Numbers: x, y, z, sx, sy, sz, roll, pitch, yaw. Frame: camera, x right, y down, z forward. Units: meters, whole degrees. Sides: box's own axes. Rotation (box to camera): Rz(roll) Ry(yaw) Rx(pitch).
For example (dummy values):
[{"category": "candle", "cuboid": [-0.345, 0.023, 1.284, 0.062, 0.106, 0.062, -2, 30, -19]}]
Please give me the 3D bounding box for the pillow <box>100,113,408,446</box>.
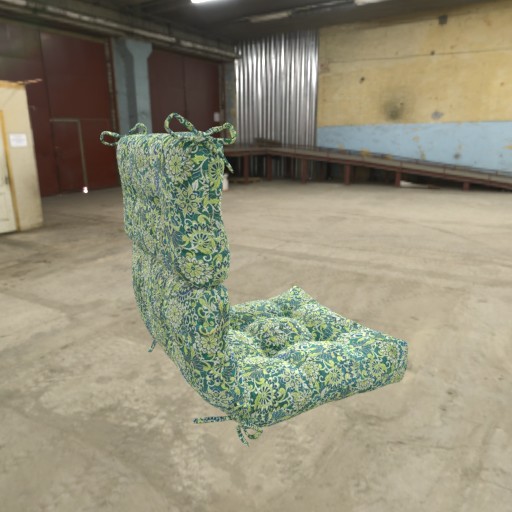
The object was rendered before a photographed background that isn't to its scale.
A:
[{"category": "pillow", "cuboid": [0.000, 0.000, 1.038, 0.571, 0.605, 0.519, -8, 17, -28]}]
